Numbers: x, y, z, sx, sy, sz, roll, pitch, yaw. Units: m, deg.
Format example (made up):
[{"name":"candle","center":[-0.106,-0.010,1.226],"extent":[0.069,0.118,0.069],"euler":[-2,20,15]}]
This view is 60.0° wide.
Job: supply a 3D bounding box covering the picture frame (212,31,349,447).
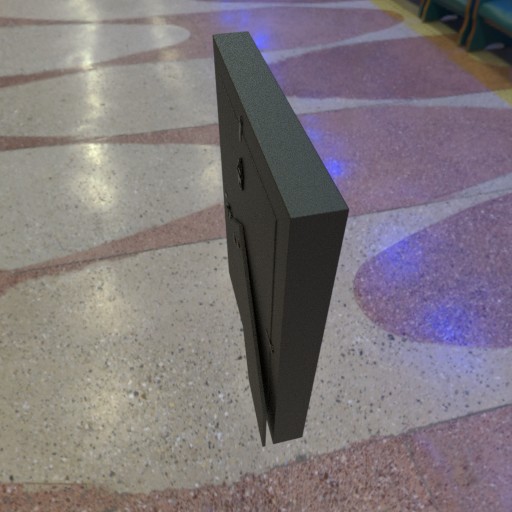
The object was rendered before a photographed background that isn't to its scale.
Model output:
[{"name":"picture frame","center":[0.000,0.000,0.277],"extent":[0.028,0.208,0.157],"euler":[-10,48,-9]}]
